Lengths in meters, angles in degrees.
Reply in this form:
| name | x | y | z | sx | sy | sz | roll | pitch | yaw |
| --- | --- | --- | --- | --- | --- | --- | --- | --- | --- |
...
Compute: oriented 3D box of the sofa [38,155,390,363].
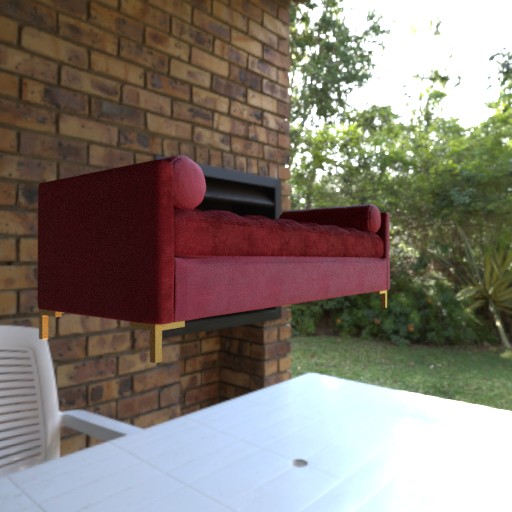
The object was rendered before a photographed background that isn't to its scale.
| name | x | y | z | sx | sy | sz | roll | pitch | yaw |
| --- | --- | --- | --- | --- | --- | --- | --- | --- | --- |
| sofa | 0.000 | 0.000 | 2.468 | 0.796 | 0.705 | 2.102 | 0 | -1 | 37 |
